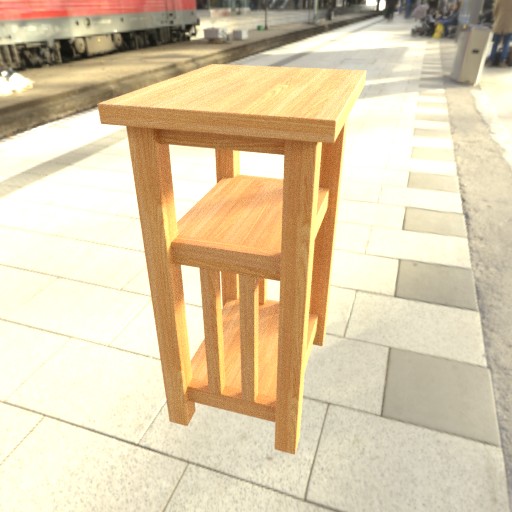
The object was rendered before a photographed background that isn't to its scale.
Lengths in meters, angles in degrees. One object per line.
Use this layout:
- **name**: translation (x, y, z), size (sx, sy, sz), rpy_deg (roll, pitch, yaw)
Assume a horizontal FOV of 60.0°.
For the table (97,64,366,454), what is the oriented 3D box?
- **table**: translation (0.000, 0.000, 0.750), size (0.270, 0.550, 0.350), rpy_deg (9, 32, 14)
